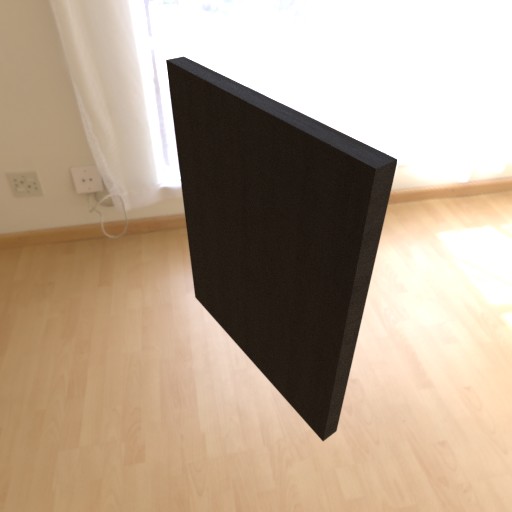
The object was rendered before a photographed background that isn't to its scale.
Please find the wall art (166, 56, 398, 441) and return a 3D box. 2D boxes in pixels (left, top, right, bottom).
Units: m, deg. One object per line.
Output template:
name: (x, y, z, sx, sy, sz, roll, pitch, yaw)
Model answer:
wall art: (0.000, 0.000, 0.773, 0.034, 0.552, 0.455, -25, 46, -27)
